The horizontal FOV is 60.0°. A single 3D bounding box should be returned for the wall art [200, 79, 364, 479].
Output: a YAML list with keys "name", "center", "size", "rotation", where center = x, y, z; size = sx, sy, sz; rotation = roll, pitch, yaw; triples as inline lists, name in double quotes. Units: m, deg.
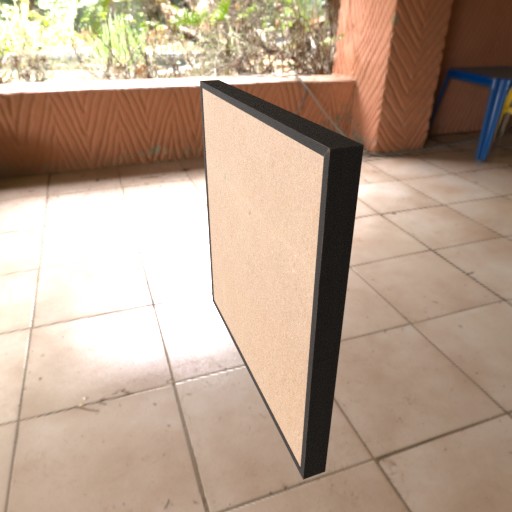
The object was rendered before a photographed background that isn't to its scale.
- name: "wall art"
  center: [0.000, 0.000, 0.765]
  size: [0.038, 0.508, 0.508]
  rotation: [-10, 31, -18]
